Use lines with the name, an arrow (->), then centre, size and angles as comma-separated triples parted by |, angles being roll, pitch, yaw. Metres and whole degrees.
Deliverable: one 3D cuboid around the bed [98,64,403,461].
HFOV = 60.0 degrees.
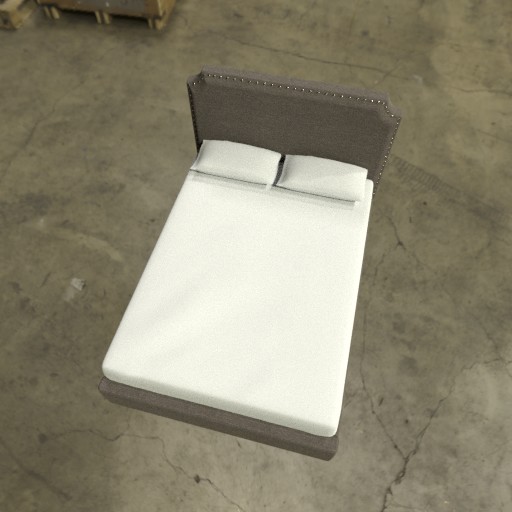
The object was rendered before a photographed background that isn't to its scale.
bed -> 0.000, 0.000, 3.367 | 1.713, 1.457, 2.381 | 12, 58, 8
